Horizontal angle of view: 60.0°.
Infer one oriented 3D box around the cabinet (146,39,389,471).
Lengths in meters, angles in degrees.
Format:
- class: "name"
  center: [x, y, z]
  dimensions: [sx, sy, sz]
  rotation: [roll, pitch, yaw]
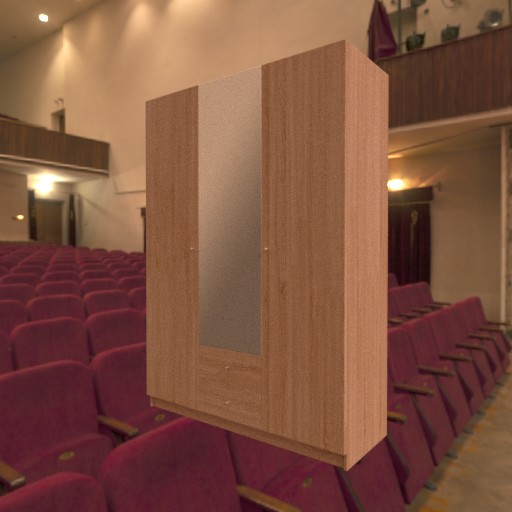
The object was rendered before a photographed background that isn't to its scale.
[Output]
- class: "cabinet"
  center: [0.000, 0.000, 2.827]
  dimensions: [1.500, 2.120, 0.590]
  rotation: [1, 1, 37]
